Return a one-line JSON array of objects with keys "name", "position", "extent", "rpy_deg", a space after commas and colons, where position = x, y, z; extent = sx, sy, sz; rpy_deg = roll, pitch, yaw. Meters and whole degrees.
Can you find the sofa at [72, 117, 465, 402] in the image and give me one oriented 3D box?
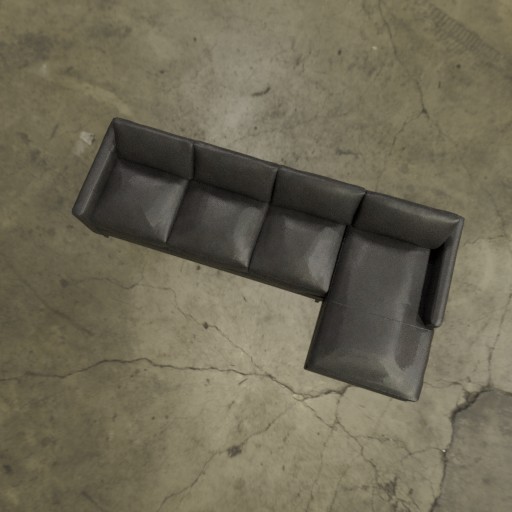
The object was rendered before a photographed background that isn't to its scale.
[{"name": "sofa", "position": [0.000, 0.000, 3.610], "extent": [2.993, 0.859, 1.471], "rpy_deg": [17, 75, 5]}]
